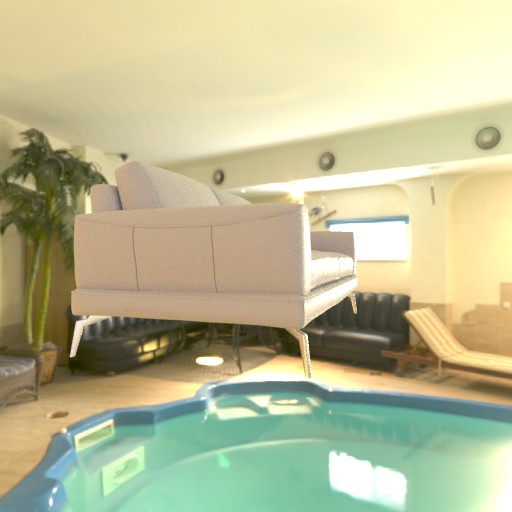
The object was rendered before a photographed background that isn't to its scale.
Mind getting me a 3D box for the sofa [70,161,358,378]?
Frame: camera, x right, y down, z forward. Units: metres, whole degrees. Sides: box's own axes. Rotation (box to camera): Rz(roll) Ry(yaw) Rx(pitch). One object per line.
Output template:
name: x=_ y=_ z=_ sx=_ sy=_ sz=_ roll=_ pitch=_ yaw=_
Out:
sofa: x=0.000 y=0.000 z=2.832 sx=1.121 sy=0.930 sz=2.177 roll=0 pitch=0 yaw=18
